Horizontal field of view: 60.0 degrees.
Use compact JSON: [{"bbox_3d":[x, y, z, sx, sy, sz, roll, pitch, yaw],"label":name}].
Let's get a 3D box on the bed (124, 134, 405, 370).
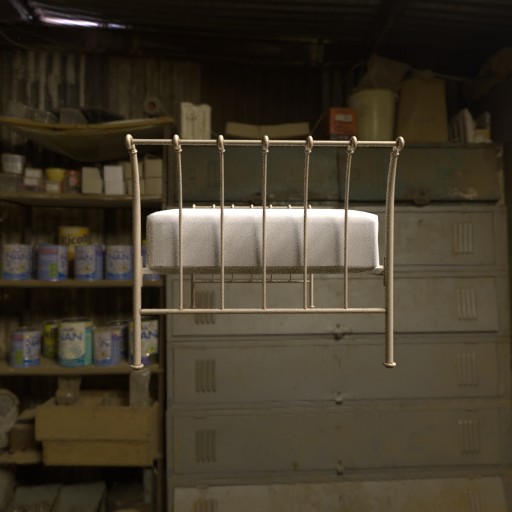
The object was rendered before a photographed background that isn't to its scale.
[{"bbox_3d":[0.000,0.000,2.693,1.032,0.873,2.228,0,0,-2],"label":"bed"}]
